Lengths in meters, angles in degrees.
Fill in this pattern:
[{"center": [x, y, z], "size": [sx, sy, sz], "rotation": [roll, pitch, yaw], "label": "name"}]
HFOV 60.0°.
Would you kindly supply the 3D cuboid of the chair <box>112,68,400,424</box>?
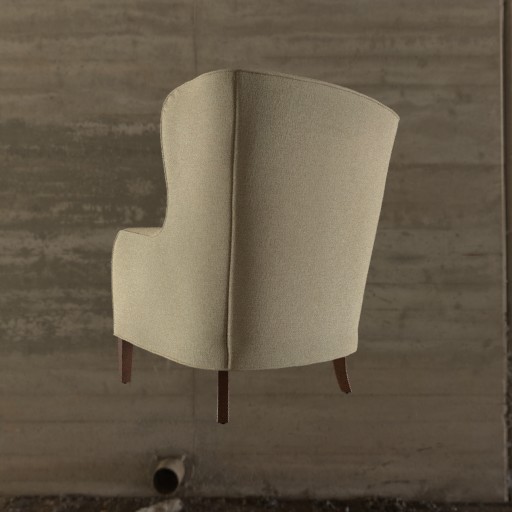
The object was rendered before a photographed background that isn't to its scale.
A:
[{"center": [0.000, 0.000, 1.704], "size": [0.838, 1.040, 0.966], "rotation": [1, -1, -36], "label": "chair"}]
